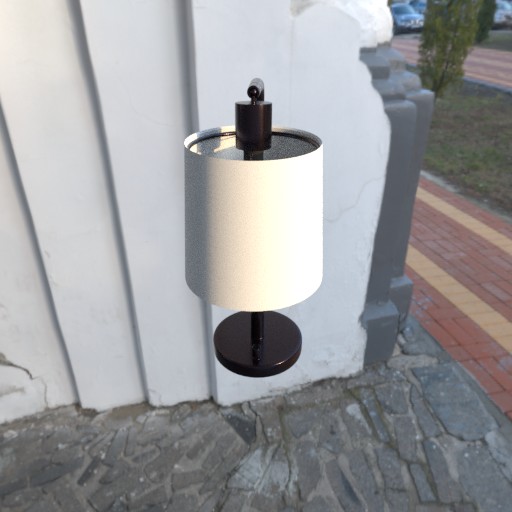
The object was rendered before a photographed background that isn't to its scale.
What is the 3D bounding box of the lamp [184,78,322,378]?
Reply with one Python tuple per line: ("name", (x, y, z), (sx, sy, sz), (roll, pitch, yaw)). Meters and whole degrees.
("lamp", (0.000, 0.000, 0.641), (0.171, 0.489, 0.333), (1, 30, 2))
